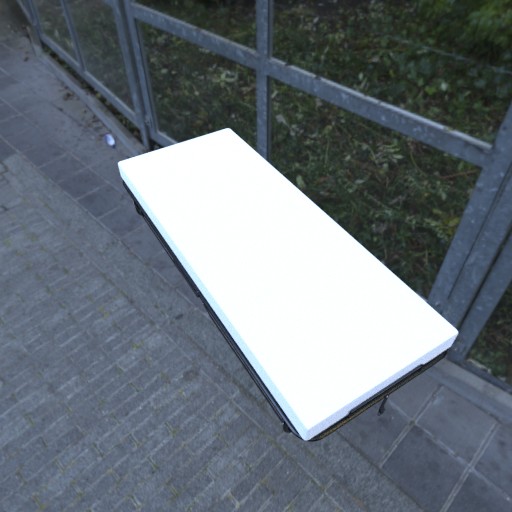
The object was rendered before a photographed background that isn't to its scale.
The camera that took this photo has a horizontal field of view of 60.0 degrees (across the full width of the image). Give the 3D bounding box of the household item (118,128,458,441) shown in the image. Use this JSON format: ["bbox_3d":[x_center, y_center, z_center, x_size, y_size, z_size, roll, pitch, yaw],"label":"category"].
[{"bbox_3d":[0.000,0.000,2.280,0.787,0.356,1.905,-24,50,-22],"label":"household item"}]
